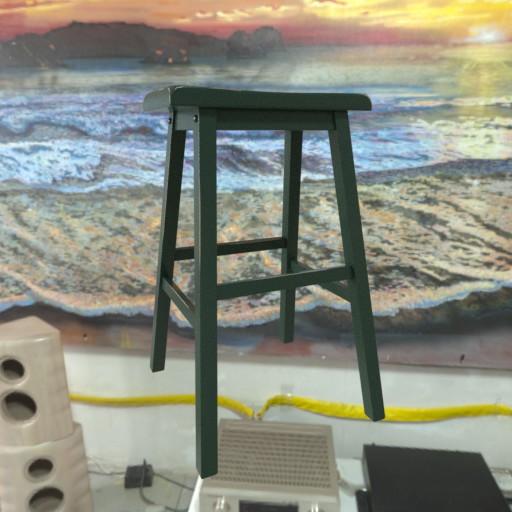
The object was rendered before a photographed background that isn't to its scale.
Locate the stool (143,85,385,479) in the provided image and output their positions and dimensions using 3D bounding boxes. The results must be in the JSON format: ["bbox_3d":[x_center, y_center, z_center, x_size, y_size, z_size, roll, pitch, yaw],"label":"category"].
[{"bbox_3d":[0.000,0.000,1.070,0.457,0.737,0.476,-7,17,-24],"label":"stool"}]
